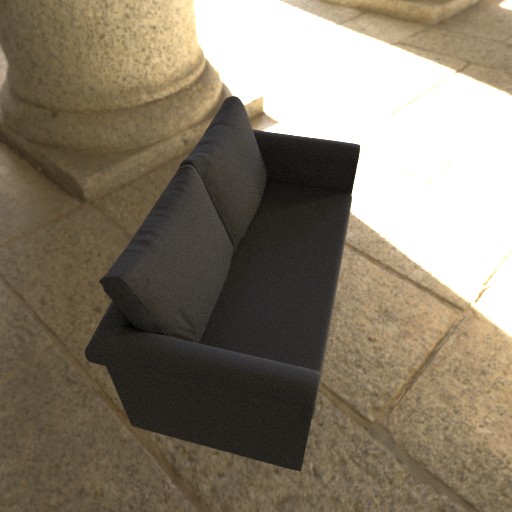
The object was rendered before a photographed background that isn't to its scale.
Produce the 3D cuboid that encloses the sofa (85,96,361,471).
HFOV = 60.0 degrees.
[{"bbox_3d":[0.000,0.000,1.954,0.741,0.872,1.460,11,46,10],"label":"sofa"}]
